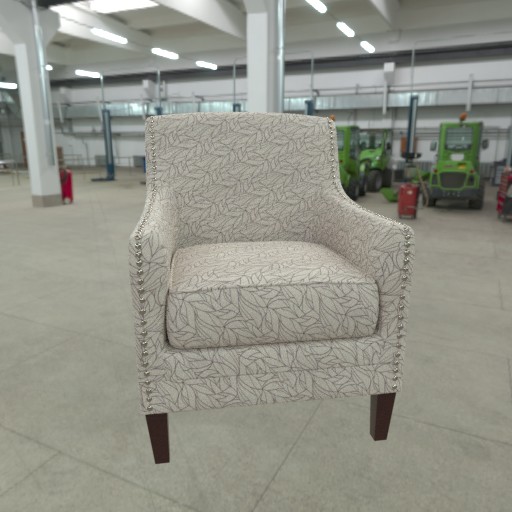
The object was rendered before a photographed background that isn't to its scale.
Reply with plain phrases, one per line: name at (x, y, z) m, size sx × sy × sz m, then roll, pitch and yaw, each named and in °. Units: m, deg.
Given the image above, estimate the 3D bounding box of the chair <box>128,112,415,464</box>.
chair at (0.000, 0.000, 1.259) m, size 0.623 × 0.816 × 0.651 m, roll -2°, pitch 14°, yaw -9°
